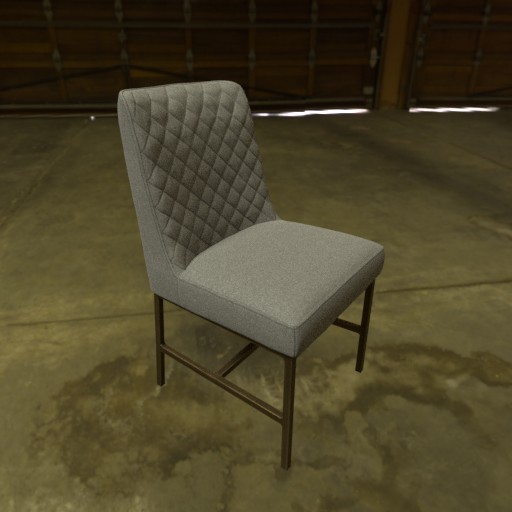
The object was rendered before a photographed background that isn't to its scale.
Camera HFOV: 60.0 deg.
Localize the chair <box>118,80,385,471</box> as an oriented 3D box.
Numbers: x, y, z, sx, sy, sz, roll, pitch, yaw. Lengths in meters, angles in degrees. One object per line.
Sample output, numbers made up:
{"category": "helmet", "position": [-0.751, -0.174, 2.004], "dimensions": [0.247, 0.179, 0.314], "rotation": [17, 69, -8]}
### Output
{"category": "chair", "position": [0.000, 0.000, 1.261], "dimensions": [0.587, 0.889, 0.508], "rotation": [18, 31, 32]}
